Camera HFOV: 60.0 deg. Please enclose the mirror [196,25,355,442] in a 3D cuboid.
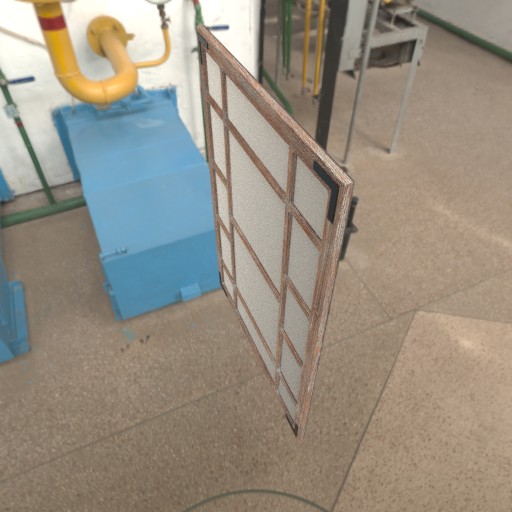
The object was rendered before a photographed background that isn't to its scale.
[{"bbox_3d":[0.000,0.000,1.246,0.025,0.996,0.705,-17,49,-16],"label":"mirror"}]
